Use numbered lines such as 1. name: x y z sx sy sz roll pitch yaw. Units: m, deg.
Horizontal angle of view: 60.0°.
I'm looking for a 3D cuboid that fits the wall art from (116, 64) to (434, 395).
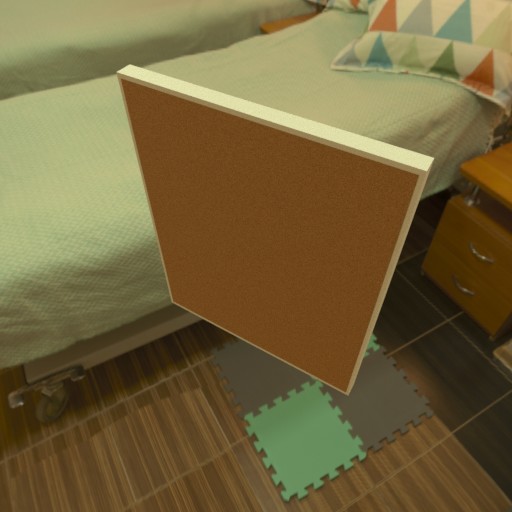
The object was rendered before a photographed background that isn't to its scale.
1. wall art: 0.000 0.000 0.761 0.443 0.549 0.030 24 52 20
